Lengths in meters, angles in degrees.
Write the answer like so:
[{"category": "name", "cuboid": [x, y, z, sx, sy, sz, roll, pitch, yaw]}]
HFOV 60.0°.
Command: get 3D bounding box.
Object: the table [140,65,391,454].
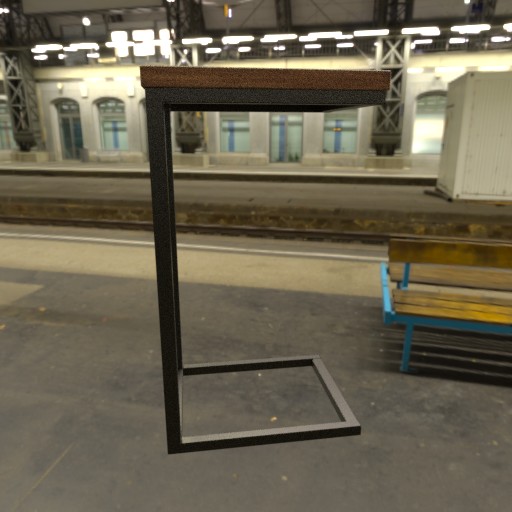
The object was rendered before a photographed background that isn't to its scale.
[{"category": "table", "cuboid": [0.000, 0.000, 0.964, 0.414, 0.718, 0.323, -2, 16, -8]}]
